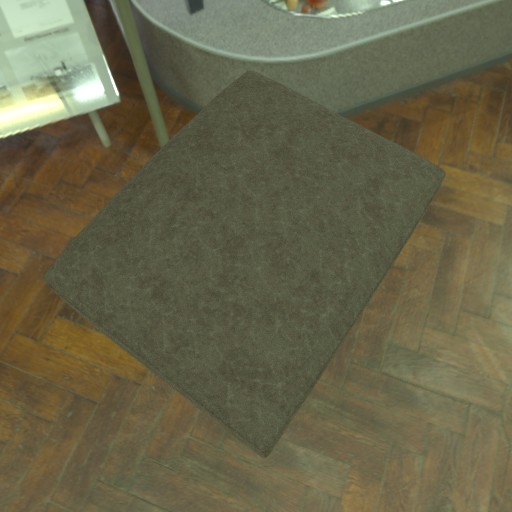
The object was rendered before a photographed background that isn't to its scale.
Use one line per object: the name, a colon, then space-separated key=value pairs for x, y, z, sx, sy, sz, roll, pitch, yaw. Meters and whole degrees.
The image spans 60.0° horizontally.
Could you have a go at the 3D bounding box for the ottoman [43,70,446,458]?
ottoman: x=0.000 y=0.000 z=1.119 sx=0.584 sy=0.513 sz=0.741 roll=33 pitch=69 yaw=15
